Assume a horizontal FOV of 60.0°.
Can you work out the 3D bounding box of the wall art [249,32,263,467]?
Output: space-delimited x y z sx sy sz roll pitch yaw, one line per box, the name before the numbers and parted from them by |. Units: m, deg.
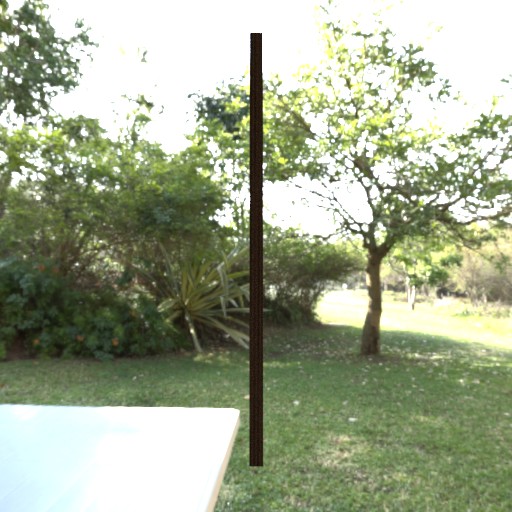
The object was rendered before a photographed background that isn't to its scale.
wall art | 0.000 0.000 0.667 0.013 0.406 0.508 0 -2 0
